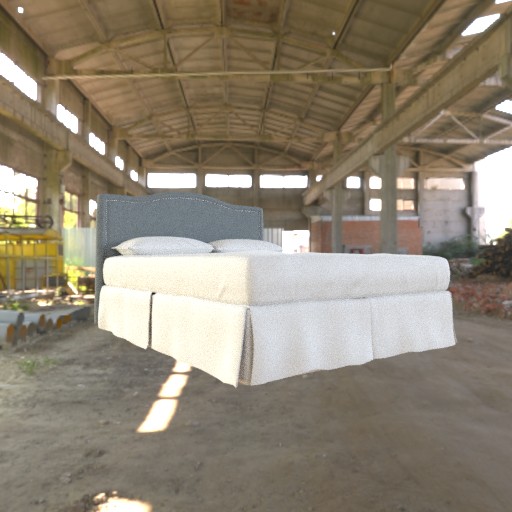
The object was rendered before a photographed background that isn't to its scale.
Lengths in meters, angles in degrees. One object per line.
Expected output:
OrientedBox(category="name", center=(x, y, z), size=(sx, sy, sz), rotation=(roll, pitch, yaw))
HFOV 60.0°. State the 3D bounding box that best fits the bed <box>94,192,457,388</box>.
OrientedBox(category="bed", center=(0.000, 0.000, 4.006), size=(2.161, 1.457, 2.689), rotation=(0, -1, -36))
